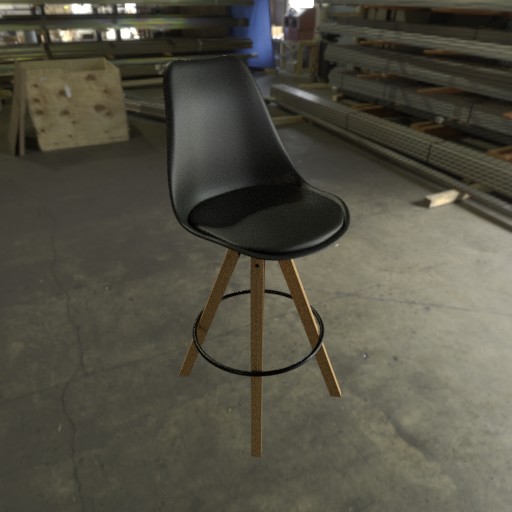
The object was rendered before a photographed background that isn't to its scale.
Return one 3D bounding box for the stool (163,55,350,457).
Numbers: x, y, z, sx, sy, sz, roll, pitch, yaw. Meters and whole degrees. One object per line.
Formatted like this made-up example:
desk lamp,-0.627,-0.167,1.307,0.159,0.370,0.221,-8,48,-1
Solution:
stool,0.000,0.000,1.409,0.485,1.115,0.550,-23,38,-33
